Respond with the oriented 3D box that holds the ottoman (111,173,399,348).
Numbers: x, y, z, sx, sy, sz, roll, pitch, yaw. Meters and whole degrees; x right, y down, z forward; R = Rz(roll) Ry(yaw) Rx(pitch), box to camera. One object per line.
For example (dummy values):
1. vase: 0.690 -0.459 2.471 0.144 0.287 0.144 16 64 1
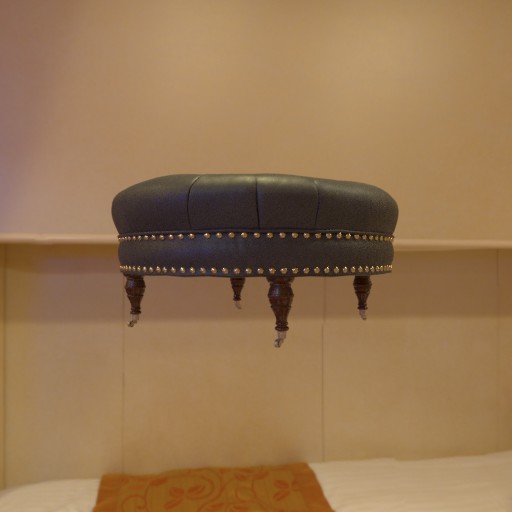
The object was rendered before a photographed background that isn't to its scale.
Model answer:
1. ottoman: 0.000 0.000 1.441 0.901 0.439 0.901 0 0 0
